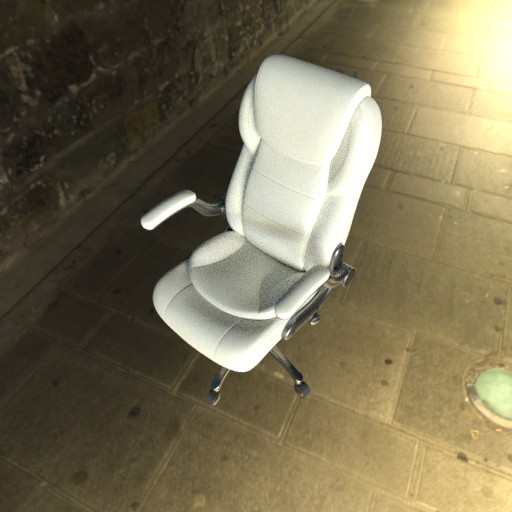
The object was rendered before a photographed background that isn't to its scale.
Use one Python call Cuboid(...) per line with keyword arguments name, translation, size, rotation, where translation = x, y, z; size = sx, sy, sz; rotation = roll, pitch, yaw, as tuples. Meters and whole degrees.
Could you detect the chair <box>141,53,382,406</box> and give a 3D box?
Cuboid(name="chair", translation=(0.000, 0.000, 1.823), size=(0.755, 1.330, 0.806), rotation=(31, 54, 26))
